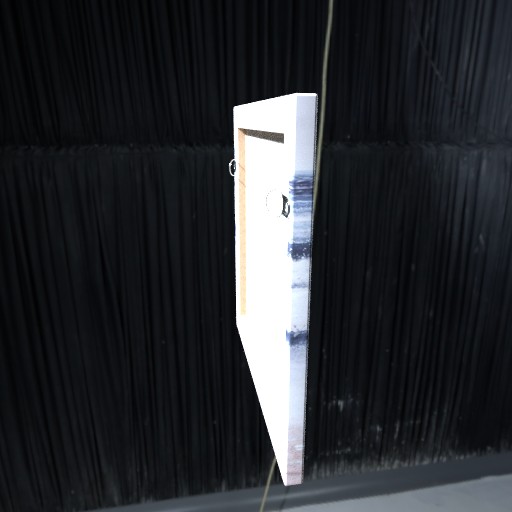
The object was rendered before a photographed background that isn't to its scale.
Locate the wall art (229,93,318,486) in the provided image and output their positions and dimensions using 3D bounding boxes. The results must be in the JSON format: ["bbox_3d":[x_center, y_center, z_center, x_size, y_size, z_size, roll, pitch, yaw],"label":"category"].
[{"bbox_3d":[0.000,0.000,1.141,0.065,0.747,0.755,-3,17,-9],"label":"wall art"}]
